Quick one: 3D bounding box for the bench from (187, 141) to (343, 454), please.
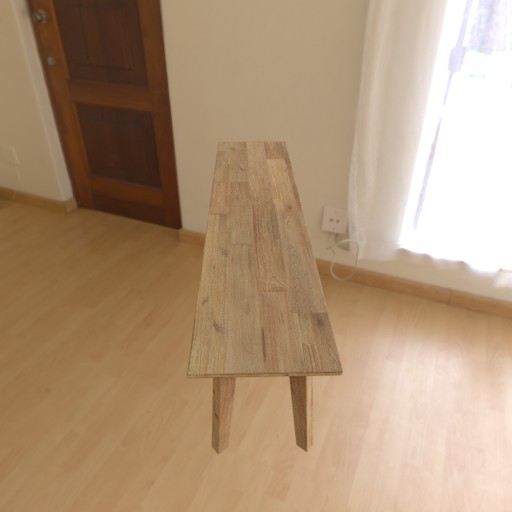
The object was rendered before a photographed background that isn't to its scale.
[{"bbox_3d":[0.000,0.000,1.898,0.378,0.431,1.698,-1,33,-1],"label":"bench"}]
